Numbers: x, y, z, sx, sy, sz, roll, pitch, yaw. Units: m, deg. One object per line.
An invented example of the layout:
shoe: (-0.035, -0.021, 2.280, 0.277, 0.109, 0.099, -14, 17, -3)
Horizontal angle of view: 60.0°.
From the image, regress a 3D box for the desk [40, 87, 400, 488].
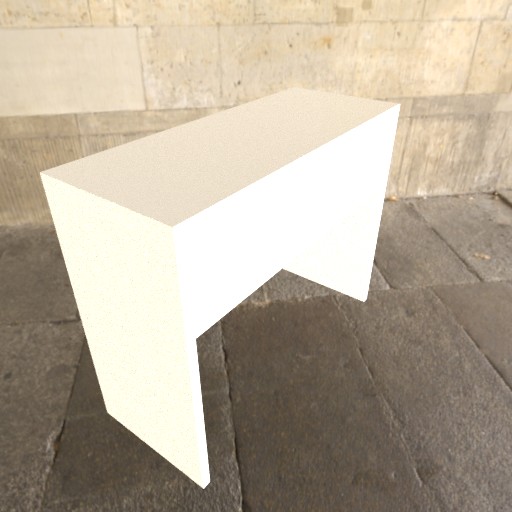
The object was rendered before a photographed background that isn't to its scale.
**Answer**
desk: (0.000, 0.000, 1.392, 0.400, 0.790, 1.000, 22, 39, 30)
